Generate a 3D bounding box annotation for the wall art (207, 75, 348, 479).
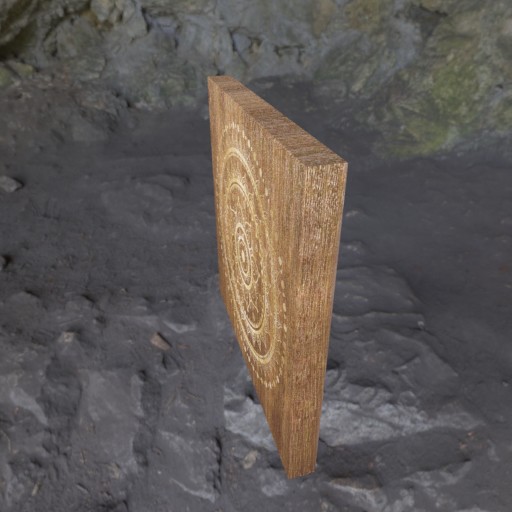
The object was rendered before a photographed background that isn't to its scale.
[{"bbox_3d":[0.000,0.000,0.611,0.039,0.403,0.406,-9,33,-14],"label":"wall art"}]
